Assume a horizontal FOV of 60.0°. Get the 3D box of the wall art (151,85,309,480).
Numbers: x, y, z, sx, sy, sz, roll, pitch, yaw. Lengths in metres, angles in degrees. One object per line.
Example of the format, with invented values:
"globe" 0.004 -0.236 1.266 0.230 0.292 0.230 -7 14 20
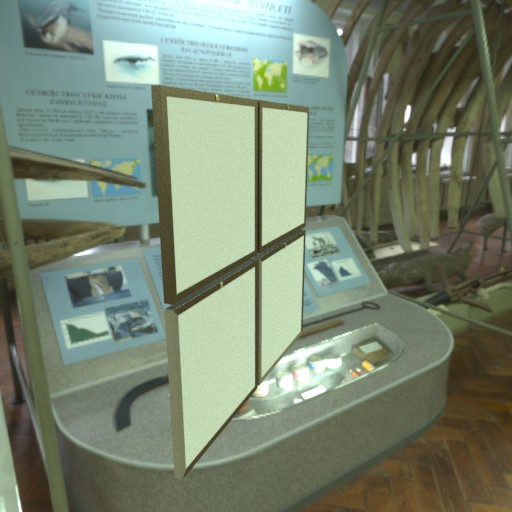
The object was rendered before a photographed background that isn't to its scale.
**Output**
"wall art" 0.000 0.000 1.549 0.030 1.032 1.032 7 17 24
